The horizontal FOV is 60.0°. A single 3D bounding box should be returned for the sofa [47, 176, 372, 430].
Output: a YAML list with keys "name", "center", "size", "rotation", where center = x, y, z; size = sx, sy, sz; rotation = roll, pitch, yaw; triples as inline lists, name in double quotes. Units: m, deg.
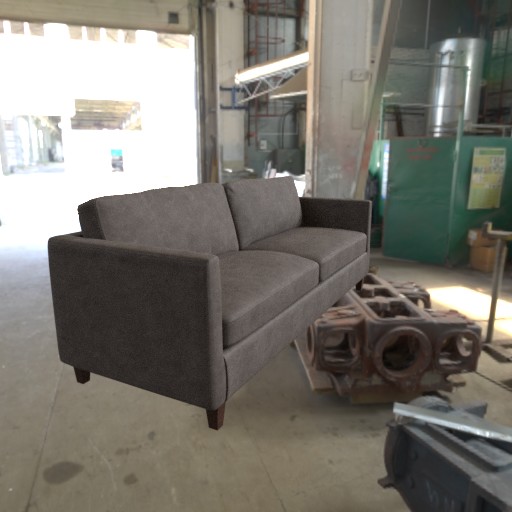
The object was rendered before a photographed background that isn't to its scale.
- name: "sofa"
  center: [0.000, 0.000, 2.930]
  size: [0.951, 0.965, 2.434]
  rotation: [7, 15, 28]
